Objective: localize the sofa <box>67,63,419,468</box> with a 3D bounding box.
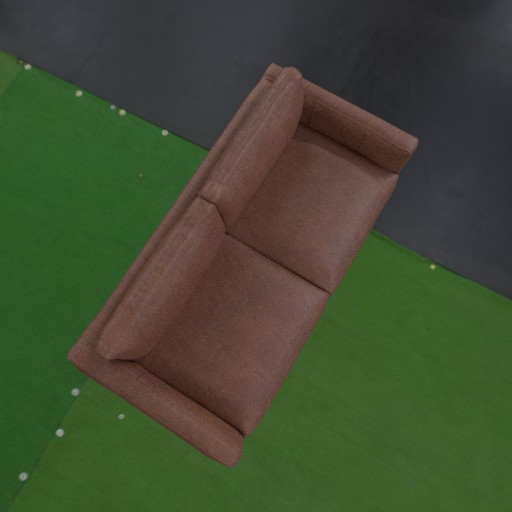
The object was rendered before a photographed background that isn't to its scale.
[{"bbox_3d":[0.000,0.000,2.281,0.899,0.883,1.797,30,77,7],"label":"sofa"}]
